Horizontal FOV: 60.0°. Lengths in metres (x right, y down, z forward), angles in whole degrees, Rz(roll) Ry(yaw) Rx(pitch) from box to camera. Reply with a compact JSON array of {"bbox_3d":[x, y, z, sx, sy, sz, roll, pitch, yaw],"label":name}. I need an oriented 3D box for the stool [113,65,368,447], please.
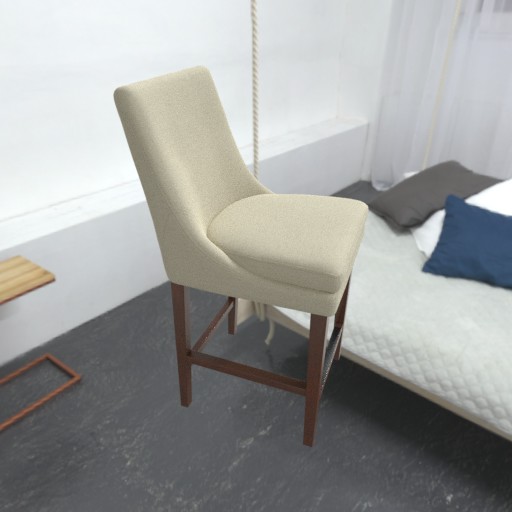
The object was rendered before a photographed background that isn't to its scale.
[{"bbox_3d":[0.000,0.000,1.312,0.577,0.981,0.470,11,32,18],"label":"stool"}]
